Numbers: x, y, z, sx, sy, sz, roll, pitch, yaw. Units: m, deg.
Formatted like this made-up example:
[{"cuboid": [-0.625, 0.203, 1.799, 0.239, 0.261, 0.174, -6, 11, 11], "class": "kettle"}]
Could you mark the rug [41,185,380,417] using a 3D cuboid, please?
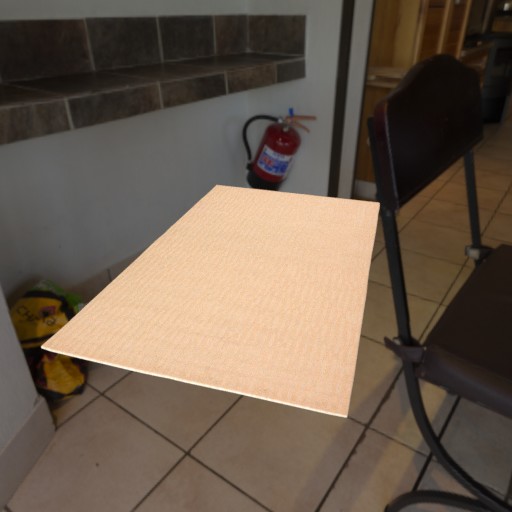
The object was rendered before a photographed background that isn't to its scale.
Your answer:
[{"cuboid": [0.000, 0.000, 3.040, 1.531, 0.014, 2.441, 8, 30, 15], "class": "rug"}]
